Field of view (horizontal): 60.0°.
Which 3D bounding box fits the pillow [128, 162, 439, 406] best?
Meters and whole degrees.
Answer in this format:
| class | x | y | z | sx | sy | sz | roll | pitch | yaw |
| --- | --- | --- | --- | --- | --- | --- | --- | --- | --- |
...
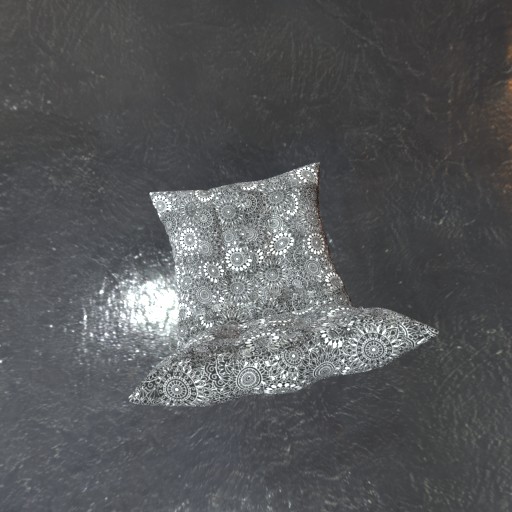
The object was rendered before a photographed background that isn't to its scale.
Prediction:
| class | x | y | z | sx | sy | sz | roll | pitch | yaw |
| --- | --- | --- | --- | --- | --- | --- | --- | --- | --- |
| pillow | 0.000 | 0.000 | 1.009 | 0.541 | 0.536 | 0.585 | -11 | 77 | -3 |
